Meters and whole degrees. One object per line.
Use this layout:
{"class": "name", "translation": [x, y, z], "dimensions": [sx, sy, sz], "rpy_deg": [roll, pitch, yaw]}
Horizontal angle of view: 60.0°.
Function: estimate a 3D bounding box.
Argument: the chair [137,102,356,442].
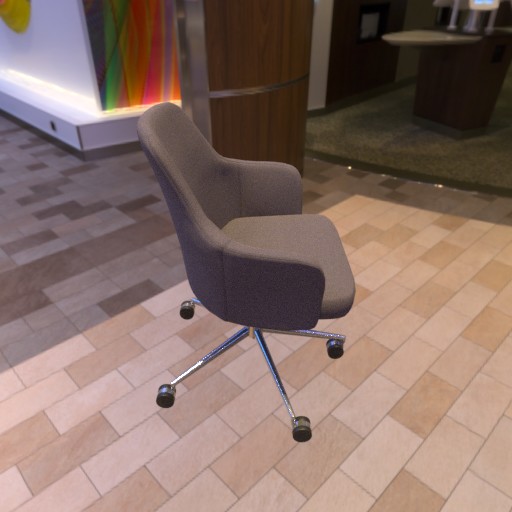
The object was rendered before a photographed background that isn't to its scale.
{"class": "chair", "translation": [0.000, 0.000, 1.290], "dimensions": [0.600, 0.820, 0.655], "rpy_deg": [0, 33, 0]}
